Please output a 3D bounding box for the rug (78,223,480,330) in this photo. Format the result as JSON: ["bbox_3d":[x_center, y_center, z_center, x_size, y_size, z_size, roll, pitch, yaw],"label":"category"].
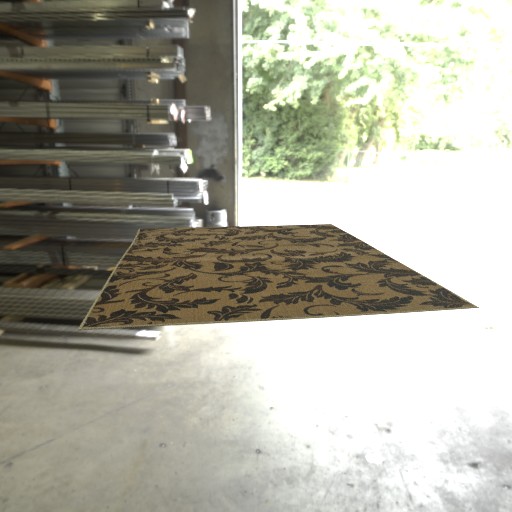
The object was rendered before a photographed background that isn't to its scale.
[{"bbox_3d":[0.000,0.000,3.979,2.380,0.008,2.977,-2,14,-8],"label":"rug"}]
